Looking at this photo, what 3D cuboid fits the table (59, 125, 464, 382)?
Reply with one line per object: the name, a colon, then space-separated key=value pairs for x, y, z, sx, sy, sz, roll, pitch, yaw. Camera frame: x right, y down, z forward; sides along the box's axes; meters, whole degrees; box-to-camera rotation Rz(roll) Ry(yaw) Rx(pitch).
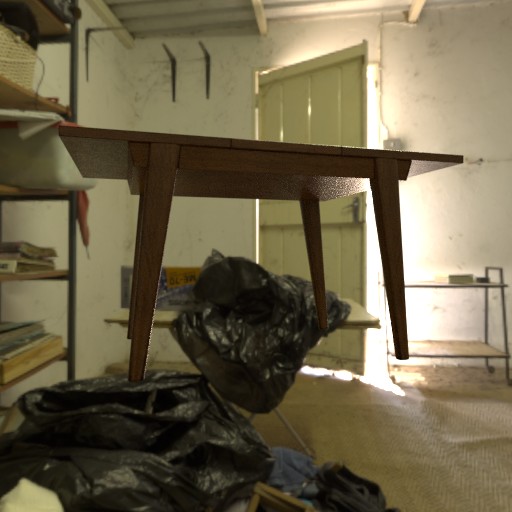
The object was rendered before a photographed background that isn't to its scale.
table: x=0.000 y=0.000 z=1.832 sx=1.400 sy=0.760 sz=0.757 roll=0 pitch=1 yaw=-16
